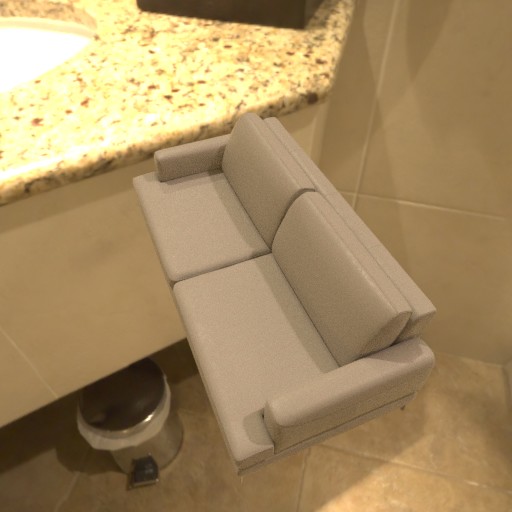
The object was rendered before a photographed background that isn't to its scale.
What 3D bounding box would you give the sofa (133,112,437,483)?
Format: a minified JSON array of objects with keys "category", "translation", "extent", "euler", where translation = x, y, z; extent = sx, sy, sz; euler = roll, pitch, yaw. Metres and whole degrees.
[{"category":"sofa","translation":[0.000,0.000,2.426],"extent":[0.974,0.765,1.940],"euler":[-17,50,-15]}]
